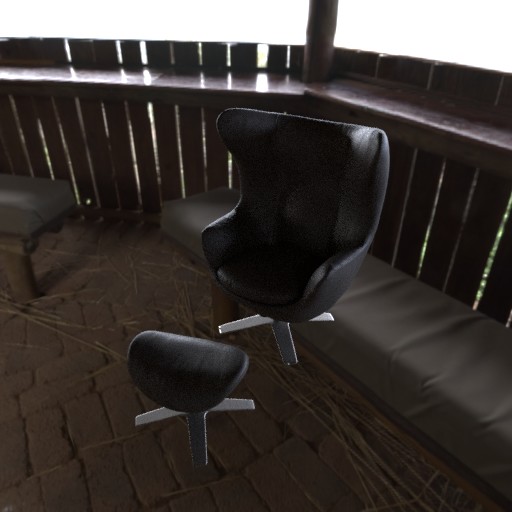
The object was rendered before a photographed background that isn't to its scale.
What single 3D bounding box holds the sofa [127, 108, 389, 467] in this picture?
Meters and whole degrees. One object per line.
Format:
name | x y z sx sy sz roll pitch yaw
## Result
sofa | 0.000 0.000 2.097 0.894 1.135 1.444 19 35 29
